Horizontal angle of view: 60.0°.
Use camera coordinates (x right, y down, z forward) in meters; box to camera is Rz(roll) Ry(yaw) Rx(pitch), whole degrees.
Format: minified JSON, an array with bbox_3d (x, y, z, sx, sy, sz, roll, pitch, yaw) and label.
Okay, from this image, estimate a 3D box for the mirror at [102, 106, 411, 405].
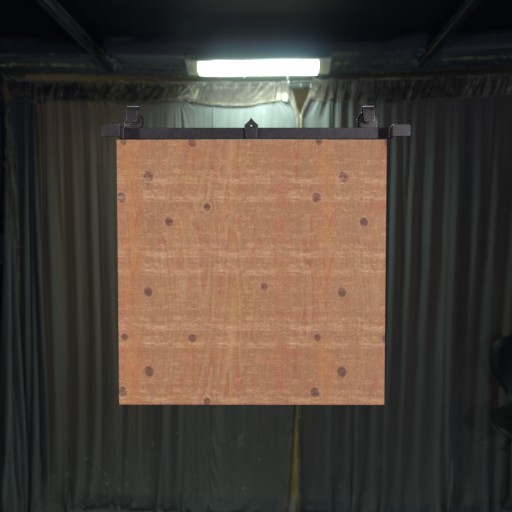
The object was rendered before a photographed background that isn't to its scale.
[{"bbox_3d":[0.000,0.000,1.193,0.805,0.800,0.054,0,2,0],"label":"mirror"}]
